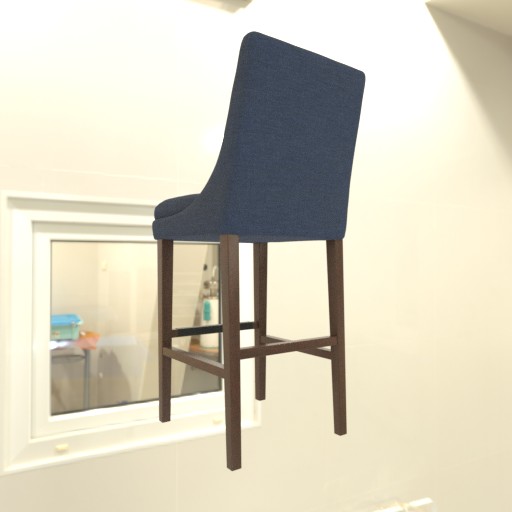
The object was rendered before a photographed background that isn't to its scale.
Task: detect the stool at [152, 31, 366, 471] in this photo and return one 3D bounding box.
[{"bbox_3d":[0.000,0.000,1.378,0.470,1.078,0.577,1,-1,-36],"label":"stool"}]
